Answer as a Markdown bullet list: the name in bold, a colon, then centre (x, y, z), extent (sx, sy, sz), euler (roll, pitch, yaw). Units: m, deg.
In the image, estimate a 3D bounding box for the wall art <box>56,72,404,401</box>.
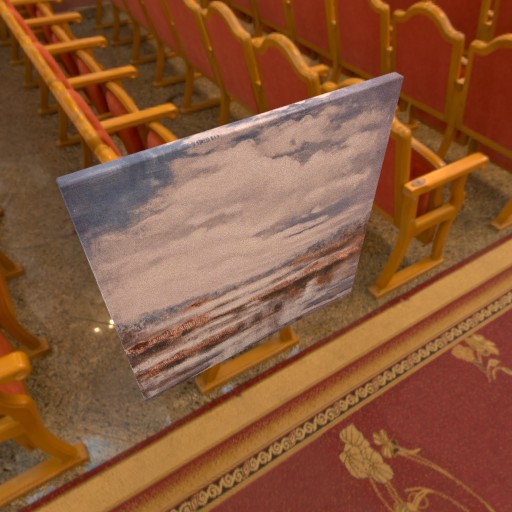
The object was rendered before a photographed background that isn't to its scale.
- **wall art**: centre (0.000, 0.000, 1.510), extent (1.010, 1.020, 0.040), euler (-24, 51, -21)
